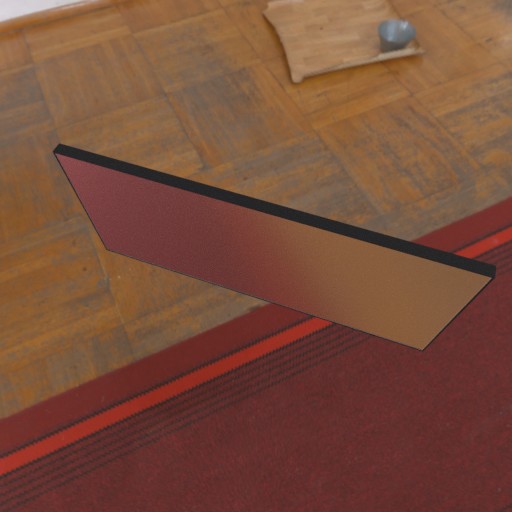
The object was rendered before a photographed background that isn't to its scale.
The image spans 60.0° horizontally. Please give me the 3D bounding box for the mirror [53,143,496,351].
[{"bbox_3d":[0.000,0.000,1.811,1.584,0.692,0.047,17,60,10],"label":"mirror"}]
